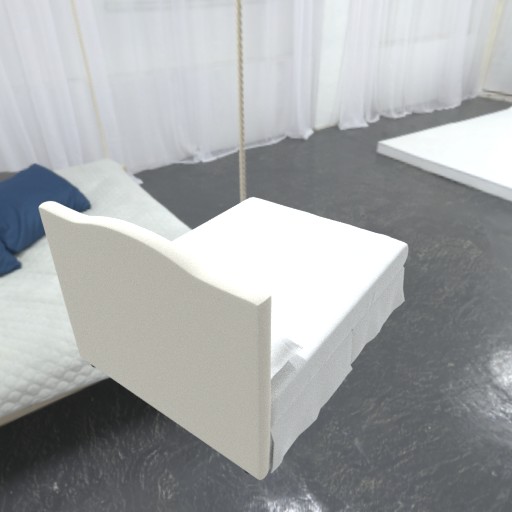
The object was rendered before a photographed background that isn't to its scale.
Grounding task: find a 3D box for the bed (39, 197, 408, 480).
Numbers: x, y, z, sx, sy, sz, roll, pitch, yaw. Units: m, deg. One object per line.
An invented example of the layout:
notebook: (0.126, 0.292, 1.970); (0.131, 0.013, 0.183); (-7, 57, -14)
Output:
bed: (0.000, 0.000, 3.437); (1.821, 1.436, 2.282); (21, 37, 30)
